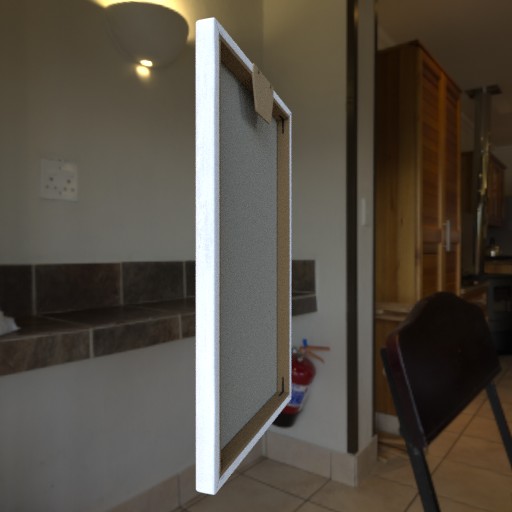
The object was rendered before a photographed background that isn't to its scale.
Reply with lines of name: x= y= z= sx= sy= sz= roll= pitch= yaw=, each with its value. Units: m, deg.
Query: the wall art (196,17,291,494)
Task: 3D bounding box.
wall art: x=0.000 y=0.000 z=1.137 sx=0.048 sy=0.916 sz=0.602 roll=0 pitch=0 yaw=19
